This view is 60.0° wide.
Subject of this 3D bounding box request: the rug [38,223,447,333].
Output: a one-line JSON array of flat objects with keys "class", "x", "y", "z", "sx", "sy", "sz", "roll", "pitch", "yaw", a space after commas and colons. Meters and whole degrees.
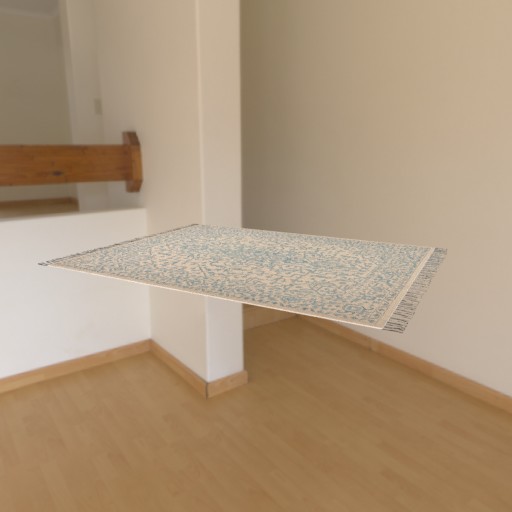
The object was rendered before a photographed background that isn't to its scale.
[{"class": "rug", "x": 0.000, "y": 0.000, "z": 4.408, "sx": 3.327, "sy": 0.010, "sz": 2.464, "roll": 8, "pitch": 16, "yaw": 27}]
